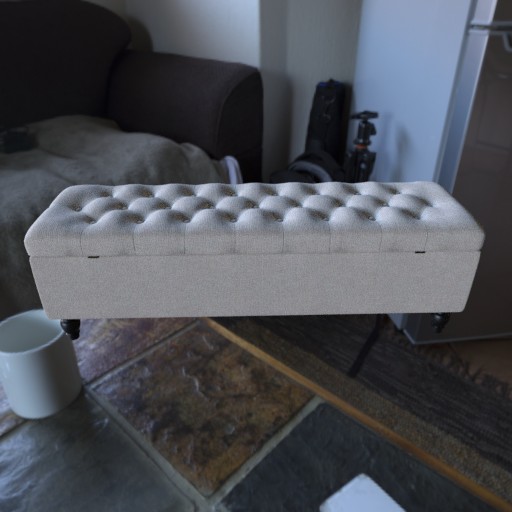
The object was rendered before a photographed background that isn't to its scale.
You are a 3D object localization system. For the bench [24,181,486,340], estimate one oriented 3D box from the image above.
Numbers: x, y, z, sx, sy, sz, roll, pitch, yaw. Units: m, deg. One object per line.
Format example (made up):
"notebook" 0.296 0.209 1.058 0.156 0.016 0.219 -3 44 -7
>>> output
"bench" 0.000 0.000 1.687 1.480 0.467 0.455 -1 31 -1
